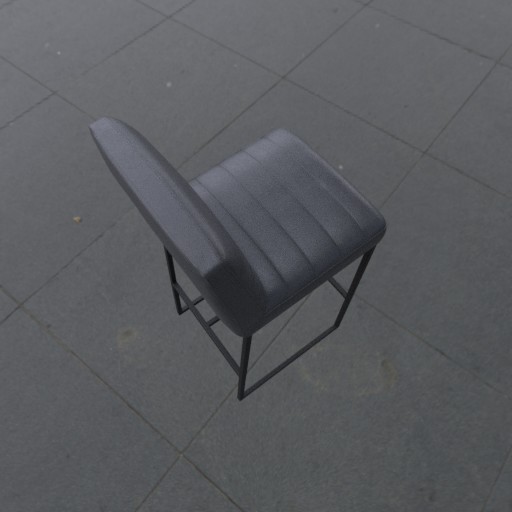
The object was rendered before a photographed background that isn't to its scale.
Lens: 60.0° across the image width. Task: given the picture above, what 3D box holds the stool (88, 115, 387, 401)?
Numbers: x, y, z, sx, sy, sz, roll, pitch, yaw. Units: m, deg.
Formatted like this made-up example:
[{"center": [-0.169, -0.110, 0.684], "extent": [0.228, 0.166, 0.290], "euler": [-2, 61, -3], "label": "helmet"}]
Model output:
[{"center": [0.000, 0.000, 1.334], "extent": [0.552, 1.040, 0.457], "euler": [-33, 65, -17], "label": "stool"}]
